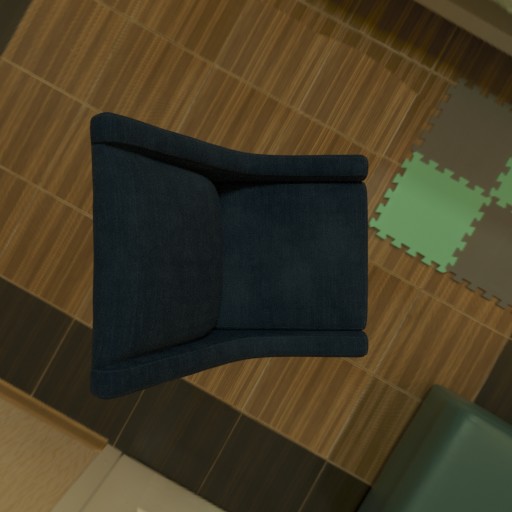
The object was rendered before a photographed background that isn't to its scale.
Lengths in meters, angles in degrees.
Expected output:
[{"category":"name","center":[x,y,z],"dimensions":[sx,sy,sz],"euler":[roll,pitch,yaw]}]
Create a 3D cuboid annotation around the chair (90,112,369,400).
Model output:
[{"category":"chair","center":[0.000,0.000,1.637],"dimensions":[0.870,1.014,0.774],"euler":[0,90,1]}]
